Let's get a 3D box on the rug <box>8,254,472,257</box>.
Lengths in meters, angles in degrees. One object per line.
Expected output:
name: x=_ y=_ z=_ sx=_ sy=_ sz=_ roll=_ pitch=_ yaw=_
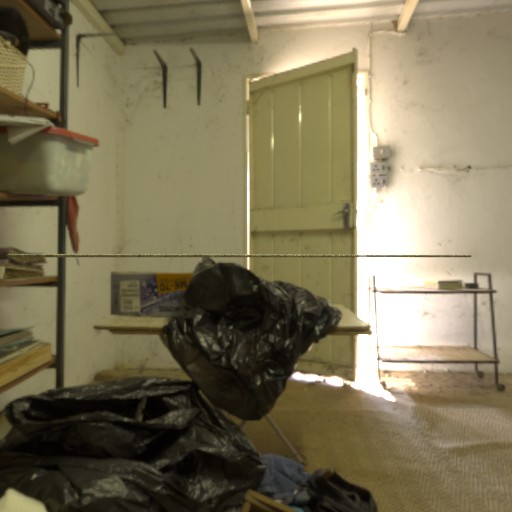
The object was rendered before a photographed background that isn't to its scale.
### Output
rug: x=0.000 y=0.000 z=2.435 sx=2.290 sy=0.014 sz=0.700 roll=0 pitch=0 yaw=-18
